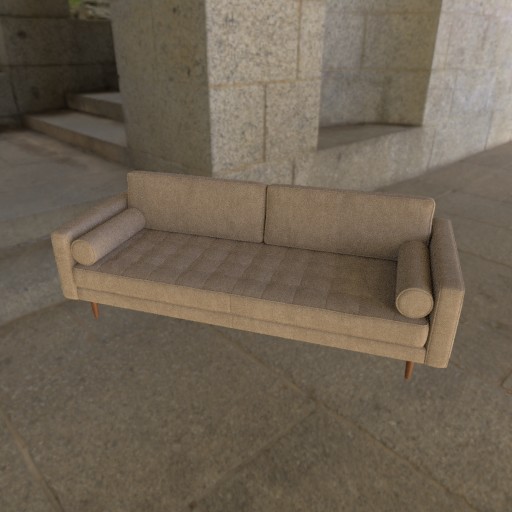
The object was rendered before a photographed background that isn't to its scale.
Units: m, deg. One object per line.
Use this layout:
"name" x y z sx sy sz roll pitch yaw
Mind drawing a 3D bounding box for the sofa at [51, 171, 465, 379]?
"sofa" 0.000 0.000 2.663 2.200 0.770 0.919 8 27 16
